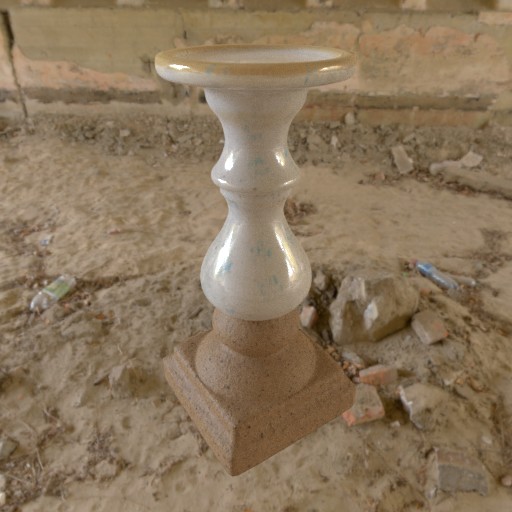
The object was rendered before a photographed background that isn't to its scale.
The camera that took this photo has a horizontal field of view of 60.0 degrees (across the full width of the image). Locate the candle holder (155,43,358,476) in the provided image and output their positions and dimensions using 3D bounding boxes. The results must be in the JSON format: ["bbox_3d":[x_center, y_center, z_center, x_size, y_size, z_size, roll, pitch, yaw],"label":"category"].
[{"bbox_3d":[0.000,0.000,0.284,0.110,0.239,0.110,-18,35,-29],"label":"candle holder"}]
